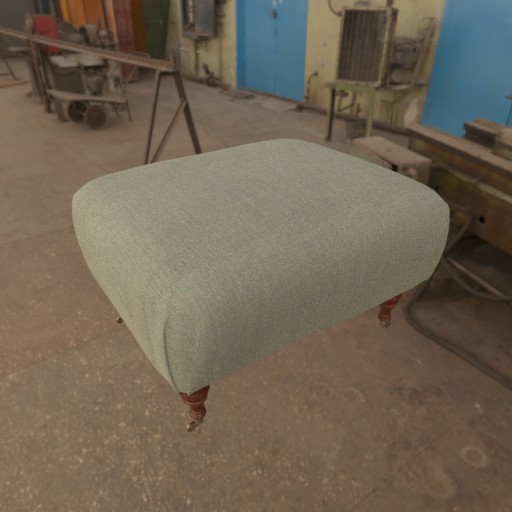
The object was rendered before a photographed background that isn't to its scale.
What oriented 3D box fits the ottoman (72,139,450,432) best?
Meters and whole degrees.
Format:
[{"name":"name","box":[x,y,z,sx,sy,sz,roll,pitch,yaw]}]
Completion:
[{"name":"ottoman","box":[0.000,0.000,1.119,0.747,0.450,0.622,-19,35,-29]}]
